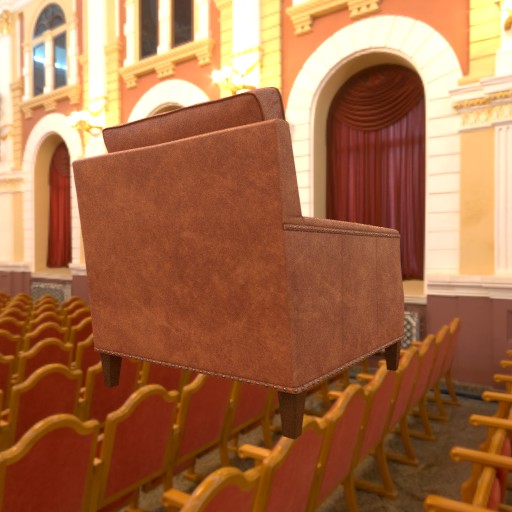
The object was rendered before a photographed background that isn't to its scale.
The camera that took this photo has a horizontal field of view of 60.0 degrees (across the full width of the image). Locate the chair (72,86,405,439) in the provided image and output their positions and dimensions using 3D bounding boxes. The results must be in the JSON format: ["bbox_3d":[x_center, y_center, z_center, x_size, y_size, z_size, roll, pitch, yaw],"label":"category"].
[{"bbox_3d":[0.000,0.000,1.694,0.853,0.943,1.014,0,1,35],"label":"chair"}]
